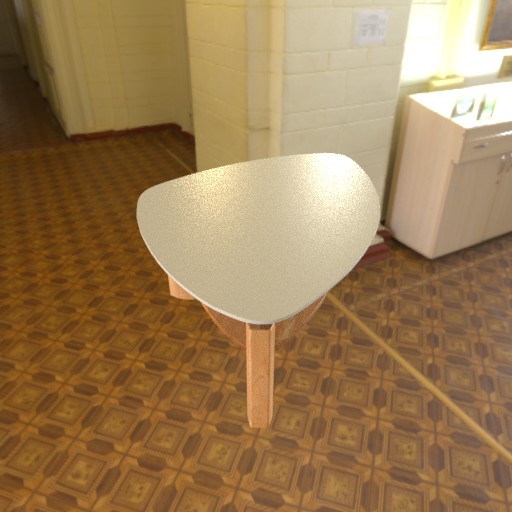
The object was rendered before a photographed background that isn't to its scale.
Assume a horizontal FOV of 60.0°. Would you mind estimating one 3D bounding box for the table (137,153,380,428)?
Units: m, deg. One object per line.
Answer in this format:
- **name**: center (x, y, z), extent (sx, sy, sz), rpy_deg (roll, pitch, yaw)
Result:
- **table**: center (0.000, 0.000, 1.672), extent (0.850, 0.440, 1.250), rpy_deg (9, 32, 15)
